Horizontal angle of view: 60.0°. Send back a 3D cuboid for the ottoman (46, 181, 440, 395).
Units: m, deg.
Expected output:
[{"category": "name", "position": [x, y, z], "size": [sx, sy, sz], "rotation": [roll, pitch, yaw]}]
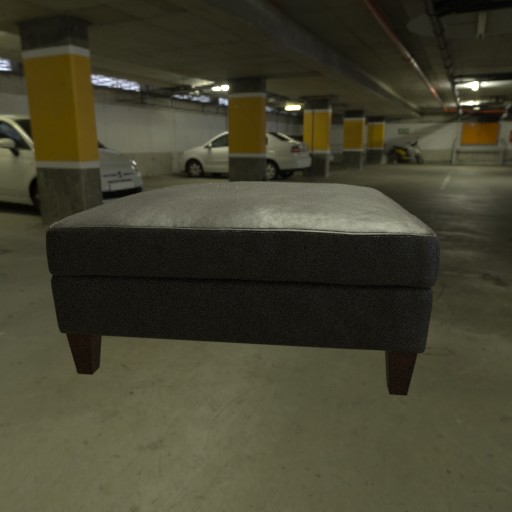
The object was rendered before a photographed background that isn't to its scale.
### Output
[{"category": "ottoman", "position": [0.000, 0.000, 1.316], "size": [0.844, 0.415, 0.836], "rotation": [2, 14, 7]}]
